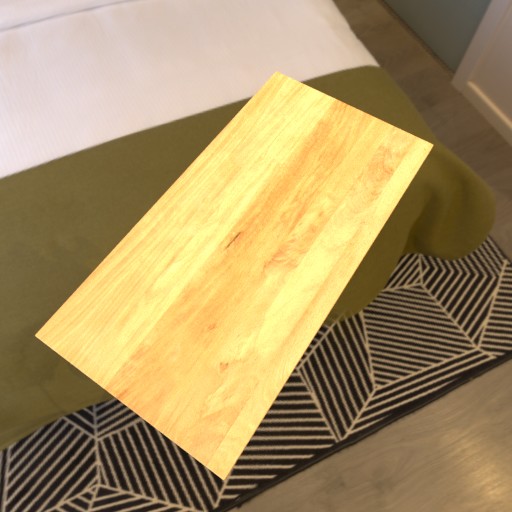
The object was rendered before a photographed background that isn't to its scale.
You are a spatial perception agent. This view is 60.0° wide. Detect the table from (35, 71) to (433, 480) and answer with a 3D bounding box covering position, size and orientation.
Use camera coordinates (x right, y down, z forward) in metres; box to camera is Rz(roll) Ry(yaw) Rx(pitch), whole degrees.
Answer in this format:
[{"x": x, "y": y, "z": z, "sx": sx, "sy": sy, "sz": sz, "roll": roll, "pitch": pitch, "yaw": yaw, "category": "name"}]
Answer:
[{"x": 0.000, "y": 0.000, "z": 1.673, "sx": 0.699, "sy": 0.400, "sz": 1.348, "roll": 31, "pitch": 67, "yaw": 14, "category": "table"}]
